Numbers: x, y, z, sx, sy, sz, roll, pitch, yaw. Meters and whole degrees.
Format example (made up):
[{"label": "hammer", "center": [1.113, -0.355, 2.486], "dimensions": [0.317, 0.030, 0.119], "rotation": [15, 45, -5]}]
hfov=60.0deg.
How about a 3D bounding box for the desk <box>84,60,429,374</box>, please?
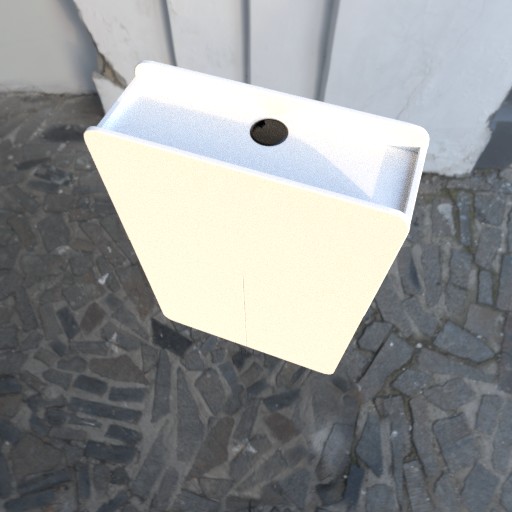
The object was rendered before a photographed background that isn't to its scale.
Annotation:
[{"label": "desk", "center": [0.000, 0.000, 1.553], "dimensions": [0.795, 1.190, 0.278], "rotation": [17, 61, 10]}]
